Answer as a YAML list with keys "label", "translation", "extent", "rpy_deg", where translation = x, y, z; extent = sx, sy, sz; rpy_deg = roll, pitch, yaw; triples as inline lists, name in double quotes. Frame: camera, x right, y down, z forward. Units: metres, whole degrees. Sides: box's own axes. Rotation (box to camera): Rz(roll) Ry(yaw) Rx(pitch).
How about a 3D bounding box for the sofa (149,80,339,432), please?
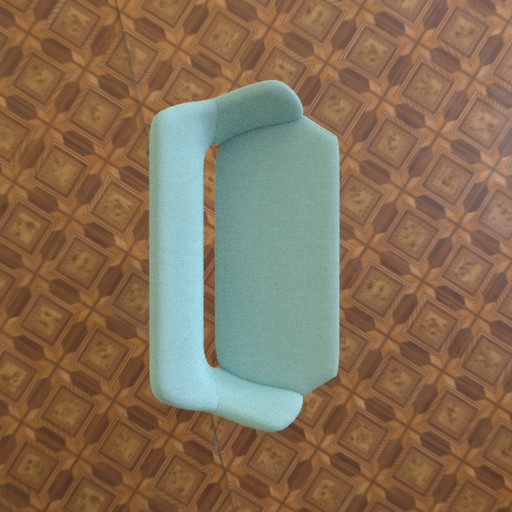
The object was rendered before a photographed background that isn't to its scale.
- label: "sofa"
  translation: [0.000, 0.000, 1.658]
  extent: [0.610, 0.840, 1.150]
  rpy_deg: [0, 90, 0]
